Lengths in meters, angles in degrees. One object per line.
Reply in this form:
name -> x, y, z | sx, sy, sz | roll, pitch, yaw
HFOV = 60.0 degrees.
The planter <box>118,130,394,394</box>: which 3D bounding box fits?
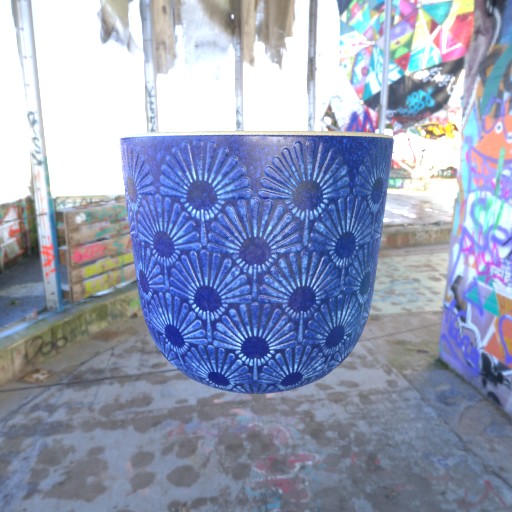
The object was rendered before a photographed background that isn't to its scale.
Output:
planter -> 0.000, 0.000, 0.366 | 0.206, 0.190, 0.206 | 0, 13, 0
